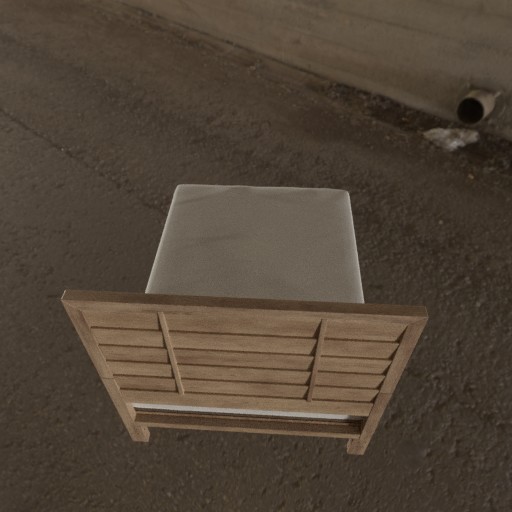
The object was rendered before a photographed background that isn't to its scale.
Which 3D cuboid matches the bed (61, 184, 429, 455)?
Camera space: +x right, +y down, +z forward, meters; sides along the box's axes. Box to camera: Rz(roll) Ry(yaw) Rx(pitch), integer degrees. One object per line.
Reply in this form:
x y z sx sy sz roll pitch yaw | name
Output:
0.000 0.000 3.289 1.626 1.626 2.197 2 46 2 | bed
